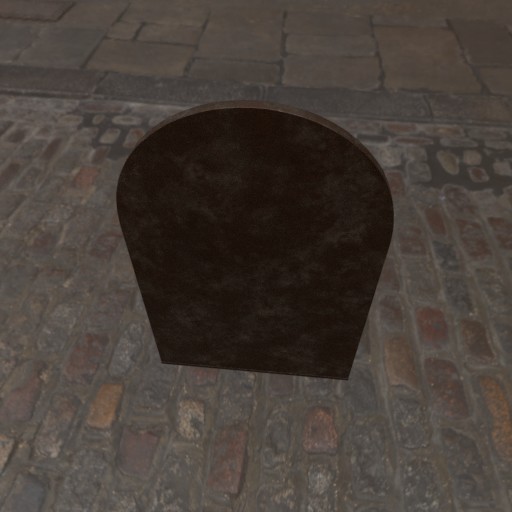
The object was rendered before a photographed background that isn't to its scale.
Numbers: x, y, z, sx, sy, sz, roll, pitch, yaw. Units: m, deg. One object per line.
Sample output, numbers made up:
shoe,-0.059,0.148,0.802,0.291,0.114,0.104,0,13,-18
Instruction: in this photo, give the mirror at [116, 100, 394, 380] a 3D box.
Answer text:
mirror,0.000,0.000,0.968,0.510,0.770,0.137,4,47,4
